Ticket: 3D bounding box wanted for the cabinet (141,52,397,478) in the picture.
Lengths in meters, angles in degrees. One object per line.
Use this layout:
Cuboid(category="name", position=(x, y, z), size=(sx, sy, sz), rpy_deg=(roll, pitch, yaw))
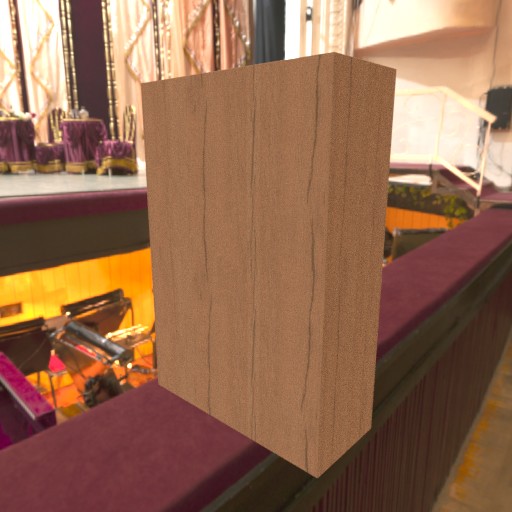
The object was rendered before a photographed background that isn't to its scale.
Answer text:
Cuboid(category="cabinet", position=(0.000, 0.000, 2.735), size=(1.400, 2.070, 0.580), rpy_deg=(12, 19, 41))
